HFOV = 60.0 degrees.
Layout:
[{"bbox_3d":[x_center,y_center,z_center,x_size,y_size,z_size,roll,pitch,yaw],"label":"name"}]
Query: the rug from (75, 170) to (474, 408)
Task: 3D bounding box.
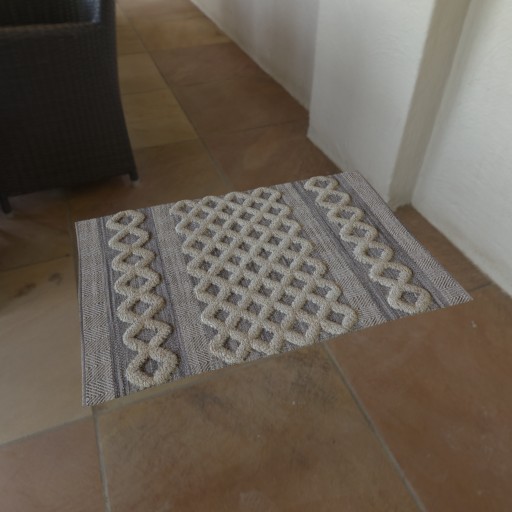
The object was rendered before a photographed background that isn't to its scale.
[{"bbox_3d":[0.000,0.000,2.358,1.823,0.030,1.222,-12,45,-13],"label":"rug"}]
